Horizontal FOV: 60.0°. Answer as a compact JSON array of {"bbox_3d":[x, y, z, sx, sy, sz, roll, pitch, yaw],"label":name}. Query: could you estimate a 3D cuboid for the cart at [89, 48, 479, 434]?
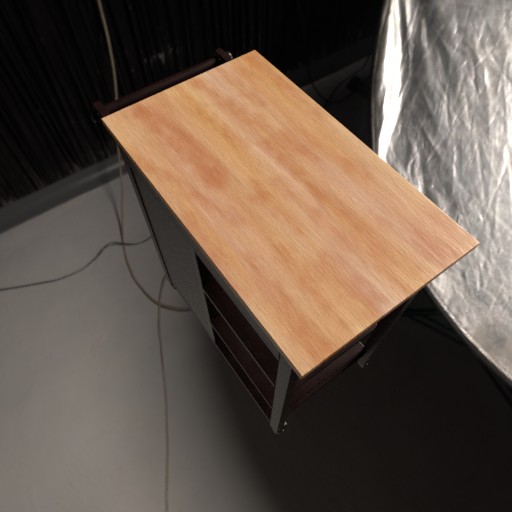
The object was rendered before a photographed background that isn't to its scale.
[{"bbox_3d":[0.000,0.000,1.404,0.472,0.878,0.914,-32,64,-18],"label":"cart"}]
